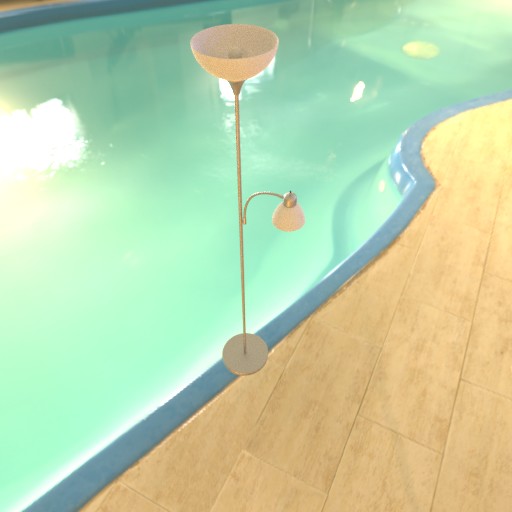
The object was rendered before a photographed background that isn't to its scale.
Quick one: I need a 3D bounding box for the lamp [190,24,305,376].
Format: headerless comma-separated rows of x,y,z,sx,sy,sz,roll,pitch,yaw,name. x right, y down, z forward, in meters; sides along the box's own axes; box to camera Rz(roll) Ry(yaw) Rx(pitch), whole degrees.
0.000,0.000,1.965,0.425,1.804,0.279,25,52,22,lamp
